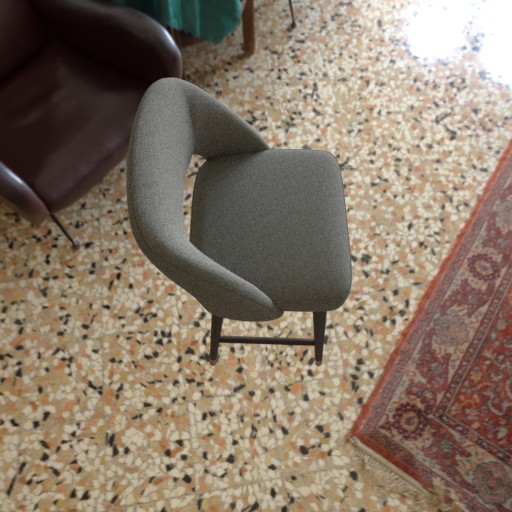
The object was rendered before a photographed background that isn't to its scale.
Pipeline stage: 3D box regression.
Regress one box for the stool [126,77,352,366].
[{"bbox_3d":[0.000,0.000,1.377,0.524,1.089,0.536,0,65,0],"label":"stool"}]
